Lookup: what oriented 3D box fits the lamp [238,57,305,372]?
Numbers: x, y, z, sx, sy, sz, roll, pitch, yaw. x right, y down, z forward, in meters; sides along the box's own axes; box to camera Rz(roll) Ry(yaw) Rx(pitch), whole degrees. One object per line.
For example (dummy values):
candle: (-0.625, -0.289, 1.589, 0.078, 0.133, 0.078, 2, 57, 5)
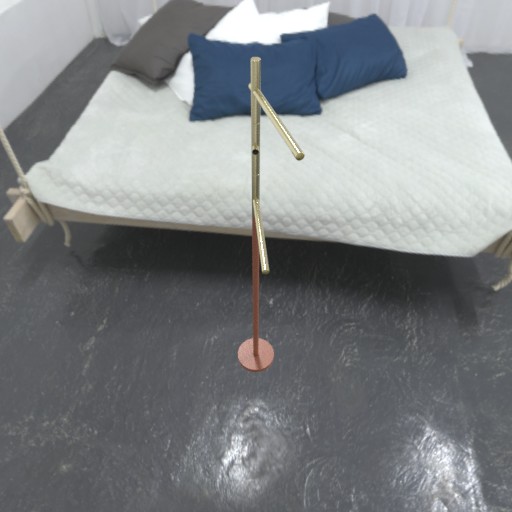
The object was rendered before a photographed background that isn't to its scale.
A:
lamp: (0.000, 0.000, 1.933, 0.209, 1.704, 0.737, -9, 48, -9)
